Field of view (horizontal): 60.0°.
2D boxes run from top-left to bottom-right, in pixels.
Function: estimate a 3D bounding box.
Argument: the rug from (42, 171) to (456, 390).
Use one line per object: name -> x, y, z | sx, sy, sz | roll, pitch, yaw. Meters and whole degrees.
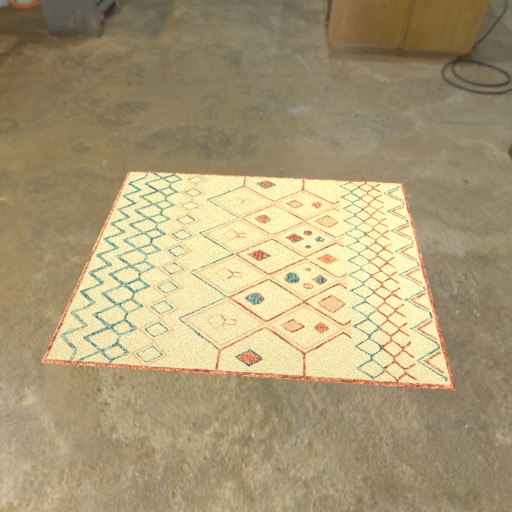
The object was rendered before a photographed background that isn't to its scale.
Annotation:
rug -> 0.000, 0.000, 4.088 | 3.050, 0.016, 2.441 | 3, 46, 3
